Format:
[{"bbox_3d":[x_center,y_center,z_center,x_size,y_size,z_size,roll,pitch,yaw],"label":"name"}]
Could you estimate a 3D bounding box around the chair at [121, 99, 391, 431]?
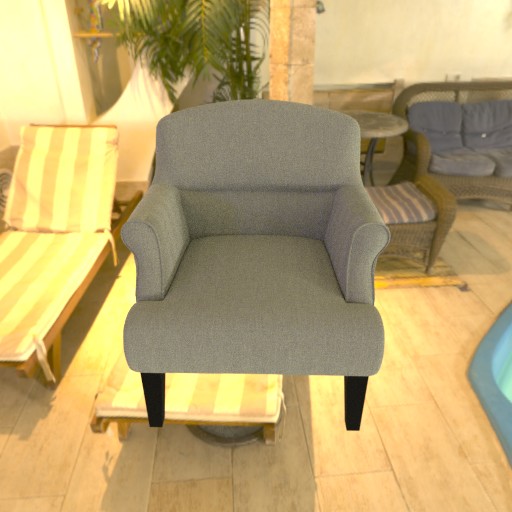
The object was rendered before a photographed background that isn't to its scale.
[{"bbox_3d":[0.000,0.000,1.482,0.772,0.880,0.755,1,30,1],"label":"chair"}]
